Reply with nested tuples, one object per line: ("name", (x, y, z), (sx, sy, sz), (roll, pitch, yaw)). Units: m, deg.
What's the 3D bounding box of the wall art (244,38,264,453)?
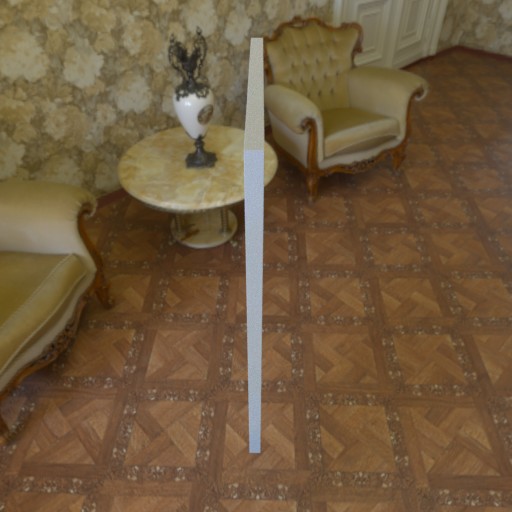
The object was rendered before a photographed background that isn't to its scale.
("wall art", (0.000, 0.000, 1.463), (0.038, 1.143, 0.764), (0, 40, 0))
